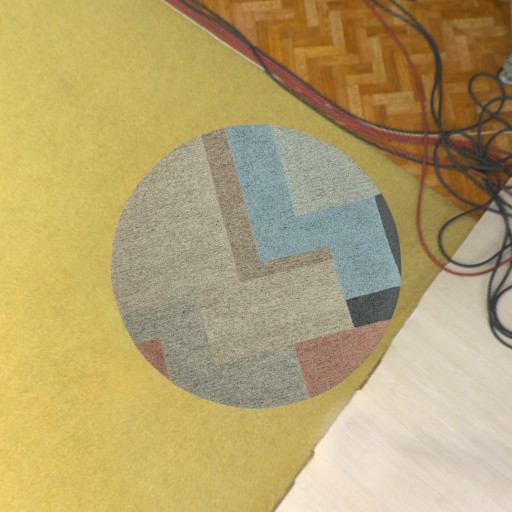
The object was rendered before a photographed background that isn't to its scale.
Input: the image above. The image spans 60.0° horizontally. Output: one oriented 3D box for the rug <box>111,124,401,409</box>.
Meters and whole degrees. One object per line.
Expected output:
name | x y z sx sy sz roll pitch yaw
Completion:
rug | 0.000 0.000 3.751 2.461 0.033 2.461 0 77 0
